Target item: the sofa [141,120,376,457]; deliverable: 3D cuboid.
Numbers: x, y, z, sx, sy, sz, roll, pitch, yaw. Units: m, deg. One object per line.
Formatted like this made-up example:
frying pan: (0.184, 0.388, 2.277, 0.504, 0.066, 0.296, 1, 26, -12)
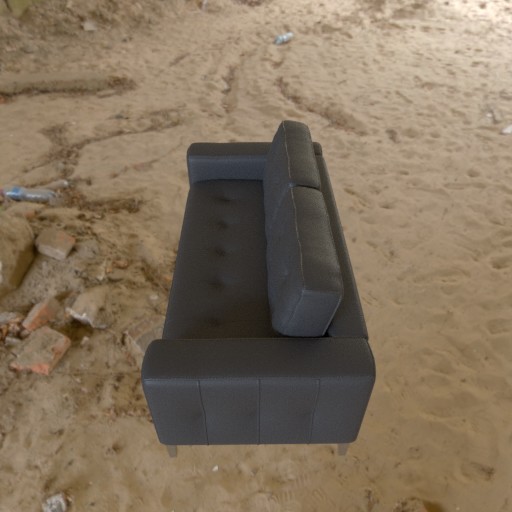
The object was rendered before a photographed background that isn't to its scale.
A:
sofa: (0.000, 0.000, 2.259, 0.833, 0.893, 1.726, 0, 42, 0)
